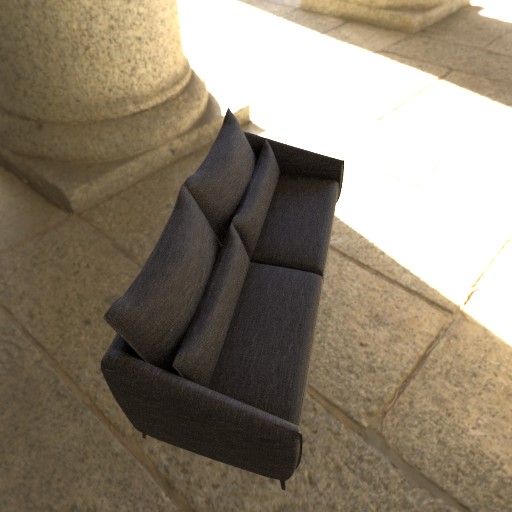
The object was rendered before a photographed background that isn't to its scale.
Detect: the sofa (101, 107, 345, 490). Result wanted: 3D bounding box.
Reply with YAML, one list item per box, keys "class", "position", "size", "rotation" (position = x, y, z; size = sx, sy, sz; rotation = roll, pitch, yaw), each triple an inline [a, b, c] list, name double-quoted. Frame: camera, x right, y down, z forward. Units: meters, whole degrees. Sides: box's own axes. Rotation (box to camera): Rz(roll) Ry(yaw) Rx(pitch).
- class: "sofa"
  position: [0.000, 0.000, 2.409]
  size: [0.807, 0.843, 2.019]
  rotation: [9, 45, 9]
